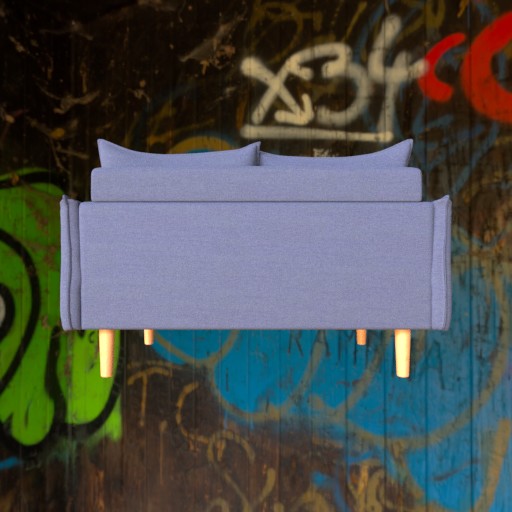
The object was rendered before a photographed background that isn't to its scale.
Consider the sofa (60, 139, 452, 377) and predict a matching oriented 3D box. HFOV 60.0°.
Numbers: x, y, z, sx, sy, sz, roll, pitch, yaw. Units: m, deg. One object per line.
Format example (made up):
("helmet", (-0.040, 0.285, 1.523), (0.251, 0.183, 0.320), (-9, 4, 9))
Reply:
("sofa", (0.000, 0.000, 1.842), (1.300, 0.840, 0.820), (0, -1, 0))
